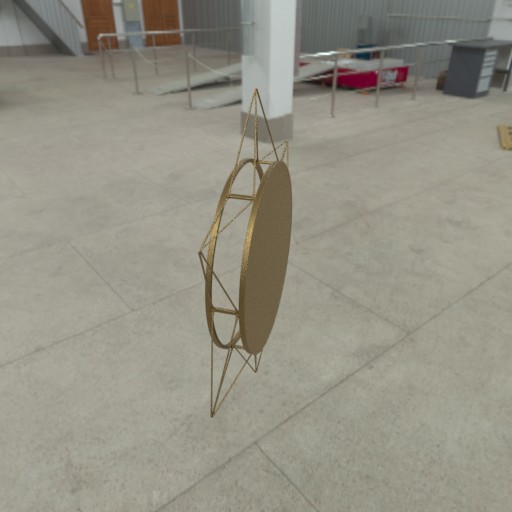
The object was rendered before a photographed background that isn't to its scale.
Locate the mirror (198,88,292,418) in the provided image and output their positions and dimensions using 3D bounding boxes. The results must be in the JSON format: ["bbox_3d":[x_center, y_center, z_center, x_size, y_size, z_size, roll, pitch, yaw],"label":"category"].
[{"bbox_3d":[0.000,0.000,0.808,0.062,0.581,0.498,8,31,14],"label":"mirror"}]
